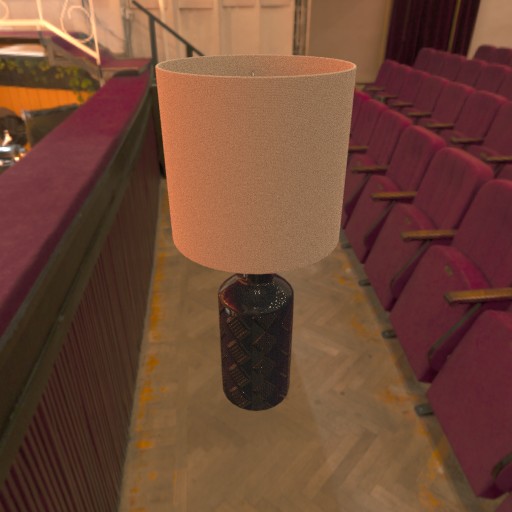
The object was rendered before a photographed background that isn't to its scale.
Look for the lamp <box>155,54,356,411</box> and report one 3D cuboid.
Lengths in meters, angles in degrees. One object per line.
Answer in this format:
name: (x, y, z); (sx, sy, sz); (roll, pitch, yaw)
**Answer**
lamp: (0.000, 0.000, 0.576); (0.207, 0.461, 0.207); (-1, 29, -2)
